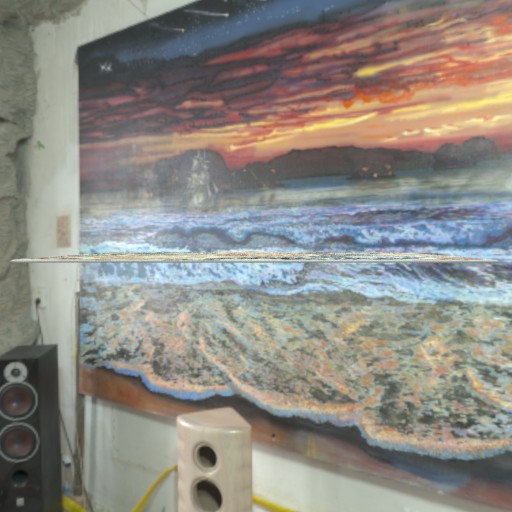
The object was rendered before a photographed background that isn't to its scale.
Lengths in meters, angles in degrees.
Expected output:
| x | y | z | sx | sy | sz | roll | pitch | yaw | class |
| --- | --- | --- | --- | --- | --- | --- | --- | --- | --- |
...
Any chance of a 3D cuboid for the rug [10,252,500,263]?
| x | y | z | sx | sy | sz | roll | pitch | yaw | class |
| --- | --- | --- | --- | --- | --- | --- | --- | --- | --- |
| 0.000 | 0.000 | 2.804 | 2.275 | 0.014 | 1.514 | 0 | 2 | 0 | rug |
